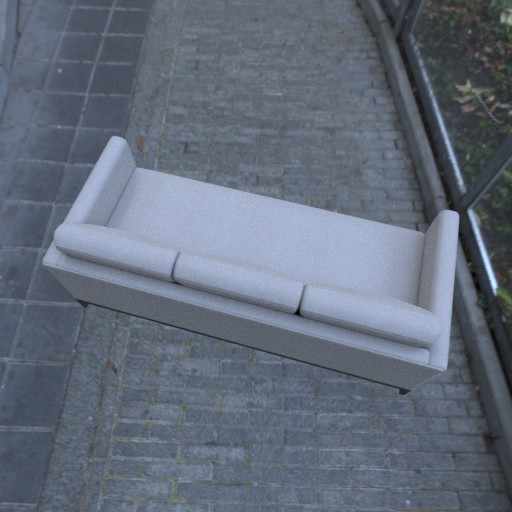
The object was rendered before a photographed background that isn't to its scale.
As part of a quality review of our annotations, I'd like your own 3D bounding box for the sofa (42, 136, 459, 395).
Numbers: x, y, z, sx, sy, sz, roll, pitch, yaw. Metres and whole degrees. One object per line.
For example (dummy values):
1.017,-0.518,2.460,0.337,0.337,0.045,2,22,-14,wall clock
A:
0.000,0.000,2.705,2.210,0.838,0.959,14,64,7,sofa
